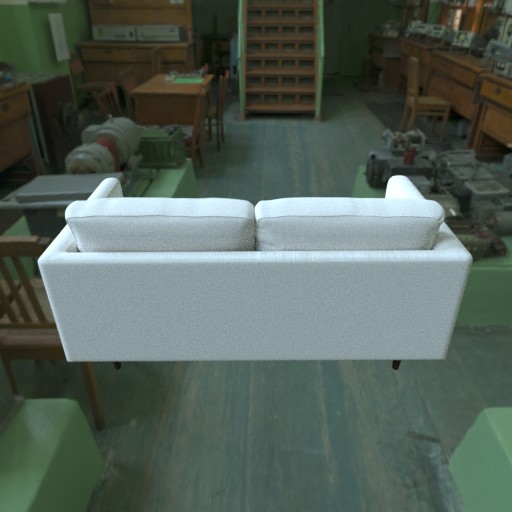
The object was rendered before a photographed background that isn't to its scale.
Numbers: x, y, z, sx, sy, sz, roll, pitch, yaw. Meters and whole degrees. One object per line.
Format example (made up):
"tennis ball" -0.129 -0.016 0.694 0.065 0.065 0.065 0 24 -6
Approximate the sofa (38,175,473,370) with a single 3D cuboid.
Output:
"sofa" 0.000 0.000 2.241 1.713 0.893 0.940 0 31 0
